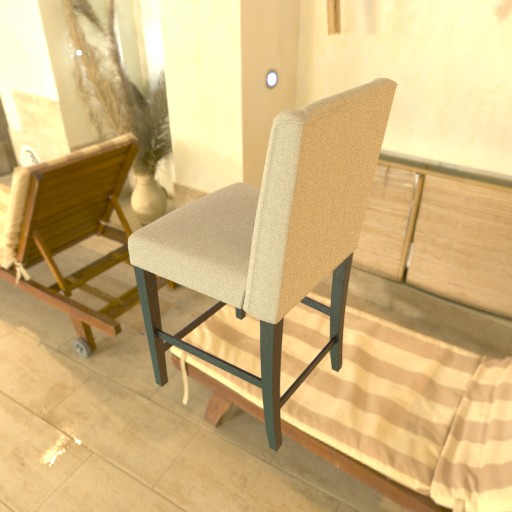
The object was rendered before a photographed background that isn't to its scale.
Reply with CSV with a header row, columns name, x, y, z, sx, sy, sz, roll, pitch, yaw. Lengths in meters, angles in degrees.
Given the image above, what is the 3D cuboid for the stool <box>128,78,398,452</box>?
name,x,y,z,sx,sy,sz,roll,pitch,yaw
stool,0.000,0.000,1.243,0.509,0.939,0.474,21,37,30
